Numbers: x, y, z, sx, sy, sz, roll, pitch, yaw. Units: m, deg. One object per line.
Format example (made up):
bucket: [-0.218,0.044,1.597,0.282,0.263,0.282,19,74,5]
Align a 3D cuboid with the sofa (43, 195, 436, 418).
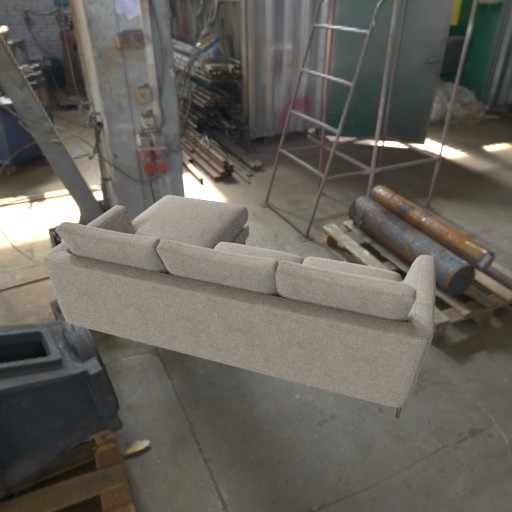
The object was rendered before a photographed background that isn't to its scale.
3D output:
sofa: [0.000,0.000,3.275,2.438,0.864,1.626,10,33,16]
